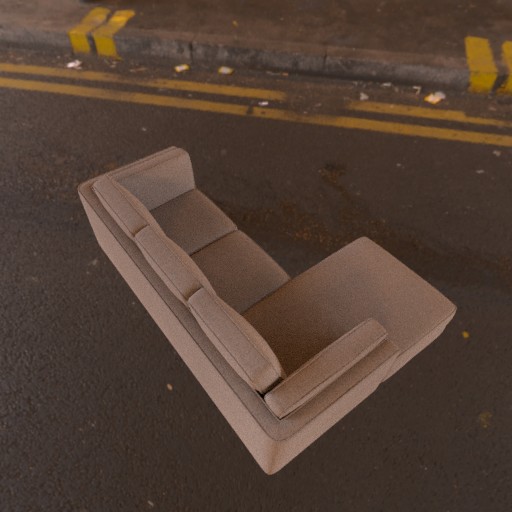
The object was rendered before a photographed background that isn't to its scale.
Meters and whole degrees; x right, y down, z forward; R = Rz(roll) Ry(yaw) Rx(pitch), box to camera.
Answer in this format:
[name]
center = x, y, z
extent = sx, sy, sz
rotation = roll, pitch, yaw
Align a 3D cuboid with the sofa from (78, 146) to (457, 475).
[sofa]
center = 0.000, 0.000, 3.198
extent = 1.604, 0.929, 2.411
rotation = -30, 55, -24
